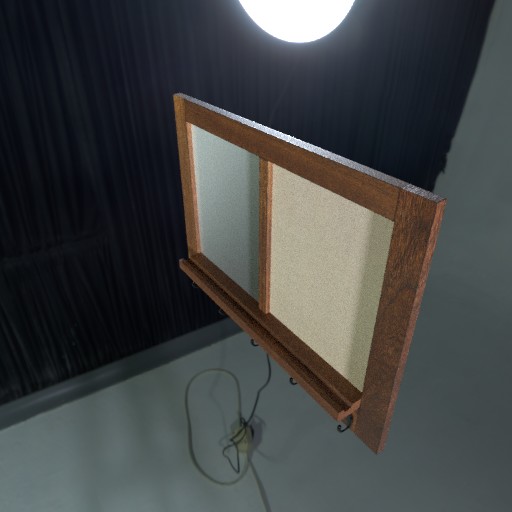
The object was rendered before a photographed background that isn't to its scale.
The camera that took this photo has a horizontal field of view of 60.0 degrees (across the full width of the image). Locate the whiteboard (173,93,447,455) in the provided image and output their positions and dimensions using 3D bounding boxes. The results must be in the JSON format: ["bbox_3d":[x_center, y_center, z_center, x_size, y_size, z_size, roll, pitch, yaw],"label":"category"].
[{"bbox_3d":[0.000,0.000,1.002,0.083,0.559,0.783,-21,38,-29],"label":"whiteboard"}]
